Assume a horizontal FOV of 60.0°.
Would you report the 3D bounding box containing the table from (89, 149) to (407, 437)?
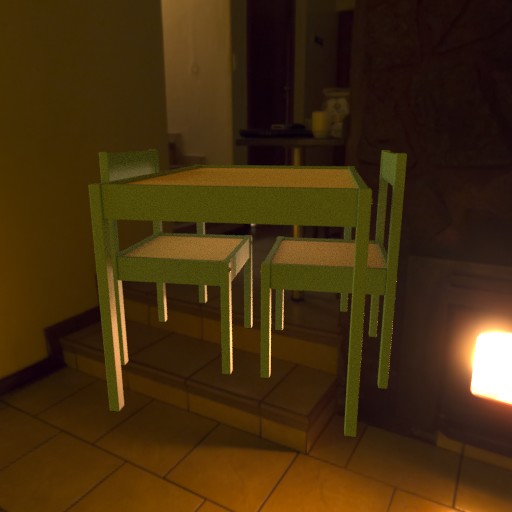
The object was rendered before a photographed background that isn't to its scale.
[{"bbox_3d":[0.000,0.000,1.090,0.633,0.503,0.639,2,15,9],"label":"table"}]
